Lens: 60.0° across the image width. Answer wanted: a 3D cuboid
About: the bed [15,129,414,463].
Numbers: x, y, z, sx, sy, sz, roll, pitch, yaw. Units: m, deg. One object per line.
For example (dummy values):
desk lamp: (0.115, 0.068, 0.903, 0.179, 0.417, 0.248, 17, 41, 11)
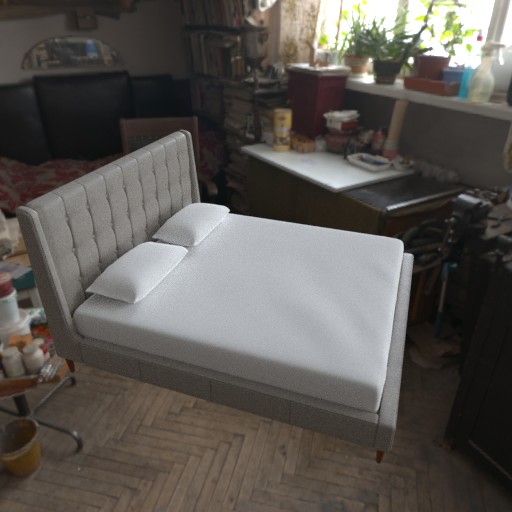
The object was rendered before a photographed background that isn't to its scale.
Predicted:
bed: (0.000, 0.000, 3.423, 2.342, 1.289, 2.062, 10, 31, 17)
